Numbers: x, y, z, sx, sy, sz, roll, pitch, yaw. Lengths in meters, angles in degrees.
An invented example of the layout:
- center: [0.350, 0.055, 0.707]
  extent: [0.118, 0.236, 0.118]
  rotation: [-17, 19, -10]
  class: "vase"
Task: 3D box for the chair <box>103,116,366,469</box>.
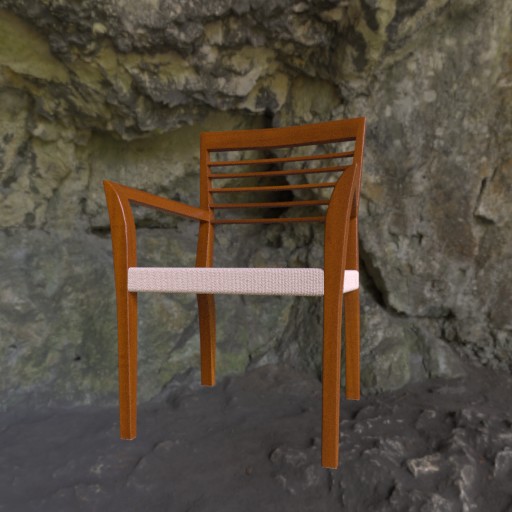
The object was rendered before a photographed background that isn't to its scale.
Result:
- center: [0.000, 0.000, 1.206]
  extent: [0.587, 0.855, 0.540]
  rotation: [0, -1, 18]
  class: "chair"
